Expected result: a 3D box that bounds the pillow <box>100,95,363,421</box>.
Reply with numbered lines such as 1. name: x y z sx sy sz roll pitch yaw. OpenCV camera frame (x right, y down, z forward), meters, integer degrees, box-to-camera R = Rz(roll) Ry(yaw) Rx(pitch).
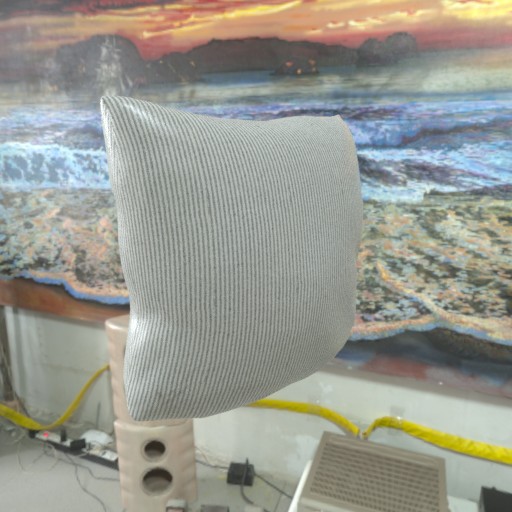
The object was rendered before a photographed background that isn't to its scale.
1. pillow: 0.000 0.000 0.669 0.387 0.432 0.310 -2 15 -9
